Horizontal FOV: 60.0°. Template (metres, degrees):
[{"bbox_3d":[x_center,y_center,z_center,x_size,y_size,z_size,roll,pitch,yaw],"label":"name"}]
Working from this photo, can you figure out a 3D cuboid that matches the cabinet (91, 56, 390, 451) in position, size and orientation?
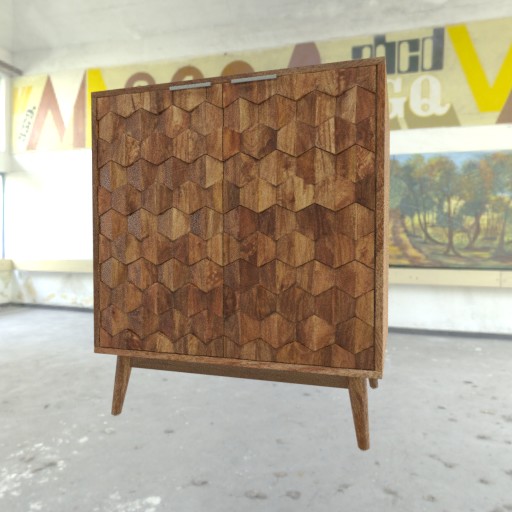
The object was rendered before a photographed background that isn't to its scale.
[{"bbox_3d":[0.000,0.000,1.144,0.647,0.758,0.473,1,2,18],"label":"cabinet"}]
